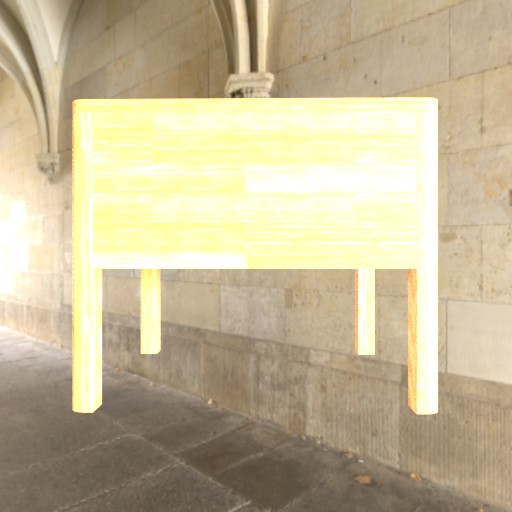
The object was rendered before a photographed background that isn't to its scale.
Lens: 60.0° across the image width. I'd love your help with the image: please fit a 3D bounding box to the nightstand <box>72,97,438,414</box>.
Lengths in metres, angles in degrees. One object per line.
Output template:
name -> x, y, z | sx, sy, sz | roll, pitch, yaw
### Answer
nightstand -> 0.000, 0.000, 0.882 | 0.560, 0.470, 0.440 | 0, 0, 1
